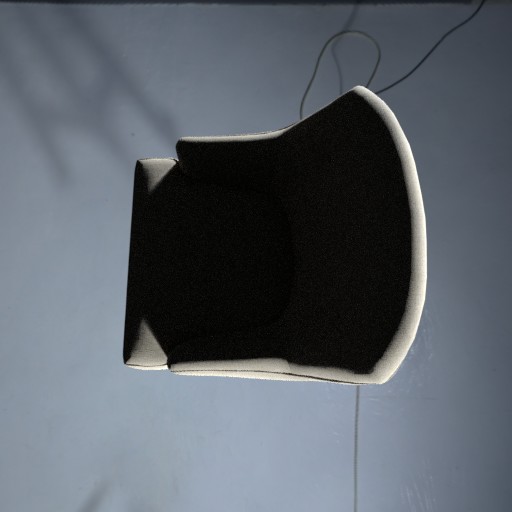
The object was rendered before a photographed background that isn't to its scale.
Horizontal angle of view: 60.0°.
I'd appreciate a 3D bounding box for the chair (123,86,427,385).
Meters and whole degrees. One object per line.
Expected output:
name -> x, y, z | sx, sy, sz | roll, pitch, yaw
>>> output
chair -> 0.000, 0.000, 1.577 | 0.923, 0.856, 0.864 | 0, 76, 0
